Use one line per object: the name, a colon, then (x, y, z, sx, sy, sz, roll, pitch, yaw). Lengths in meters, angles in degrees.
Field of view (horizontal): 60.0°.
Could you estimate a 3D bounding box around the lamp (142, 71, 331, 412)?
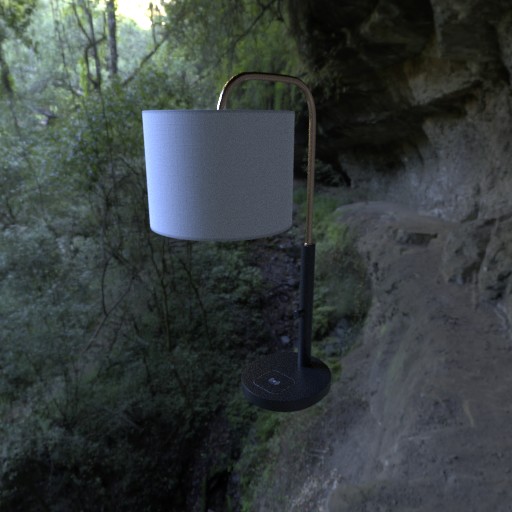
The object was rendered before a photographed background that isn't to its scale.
lamp: (0.000, 0.000, 0.699, 0.199, 0.540, 0.337, 16, 23, 42)
